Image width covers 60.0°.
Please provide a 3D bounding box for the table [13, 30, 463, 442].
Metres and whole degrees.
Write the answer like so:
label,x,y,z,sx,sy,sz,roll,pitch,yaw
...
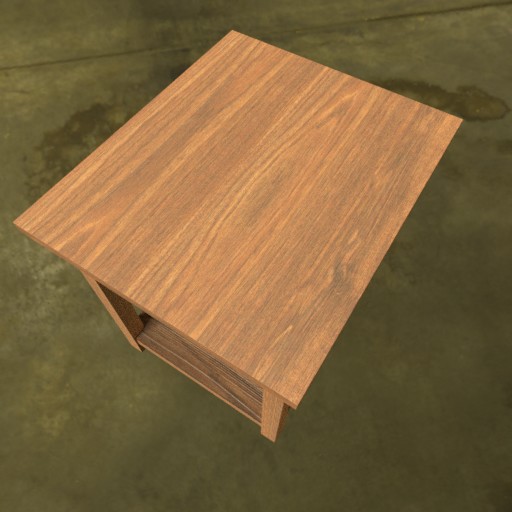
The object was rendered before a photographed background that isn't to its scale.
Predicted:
label,x,y,z,sx,sy,sz,roll,pitch,yaw
table,0.000,0.000,1.090,0.559,0.635,0.660,29,63,16
